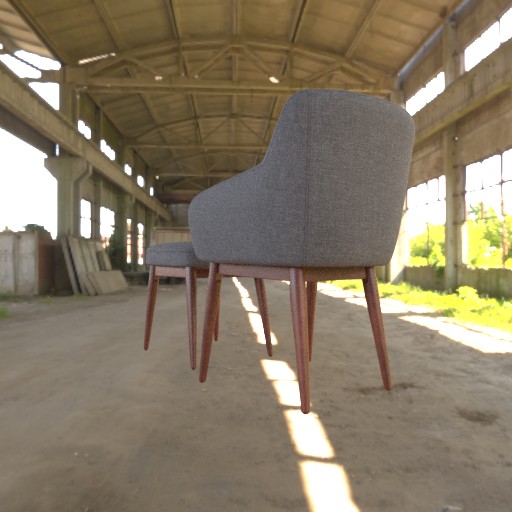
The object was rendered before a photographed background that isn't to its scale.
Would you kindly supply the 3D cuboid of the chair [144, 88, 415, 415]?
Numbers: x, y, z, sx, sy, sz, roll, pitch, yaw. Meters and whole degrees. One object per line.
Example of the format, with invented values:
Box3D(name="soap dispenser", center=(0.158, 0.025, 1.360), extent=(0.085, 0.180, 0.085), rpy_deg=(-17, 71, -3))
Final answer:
Box3D(name="chair", center=(0.000, 0.000, 1.555), extent=(0.584, 0.799, 1.107), rpy_deg=(0, 0, -37))
